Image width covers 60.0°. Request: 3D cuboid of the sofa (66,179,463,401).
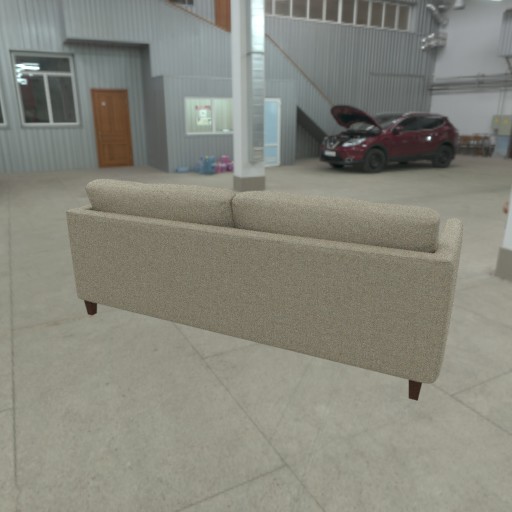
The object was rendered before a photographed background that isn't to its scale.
[{"bbox_3d":[0.000,0.000,2.939,2.434,0.965,0.951,9,20,25],"label":"sofa"}]
